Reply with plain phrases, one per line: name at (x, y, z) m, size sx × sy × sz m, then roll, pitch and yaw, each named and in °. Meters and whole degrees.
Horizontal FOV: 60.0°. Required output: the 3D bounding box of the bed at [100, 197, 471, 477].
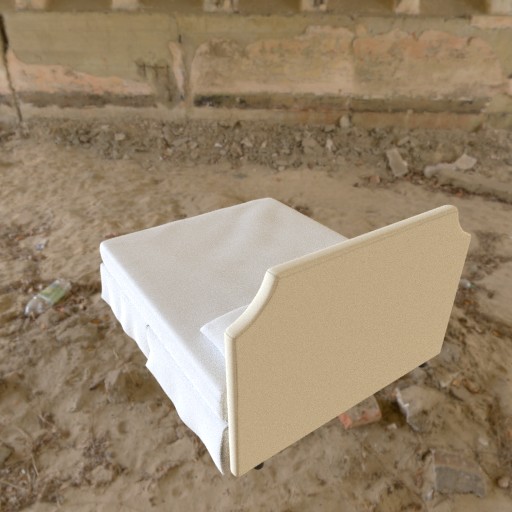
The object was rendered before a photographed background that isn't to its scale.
bed at (0.000, 0.000, 4.147) m, size 2.350 × 1.590 × 2.773 m, roll -19°, pitch 35°, yaw -29°
